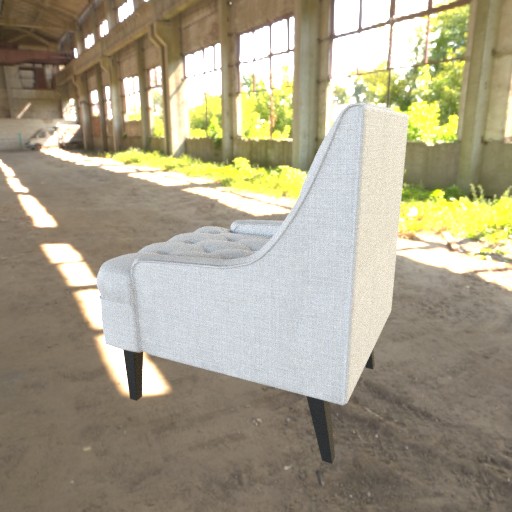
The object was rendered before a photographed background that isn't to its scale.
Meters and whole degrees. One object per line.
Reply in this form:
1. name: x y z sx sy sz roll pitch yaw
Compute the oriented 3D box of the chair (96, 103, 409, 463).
1. chair: 0.000 0.000 1.406 0.772 0.891 0.658 7 17 25
